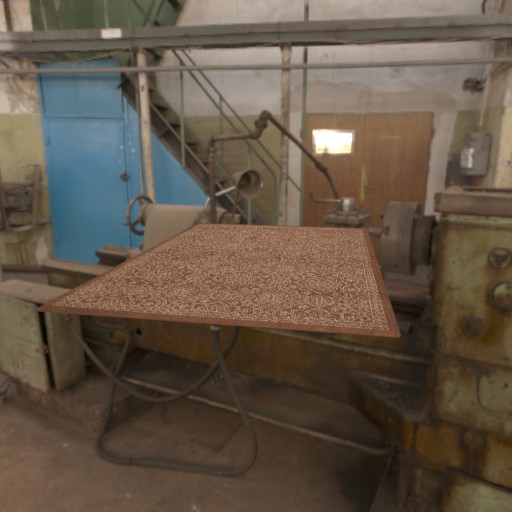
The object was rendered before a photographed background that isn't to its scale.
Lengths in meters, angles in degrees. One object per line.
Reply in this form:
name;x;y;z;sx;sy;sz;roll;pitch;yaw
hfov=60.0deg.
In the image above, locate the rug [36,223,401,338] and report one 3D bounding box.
rug;0.000;0.000;2.299;1.219;0.010;1.829;3;14;10
